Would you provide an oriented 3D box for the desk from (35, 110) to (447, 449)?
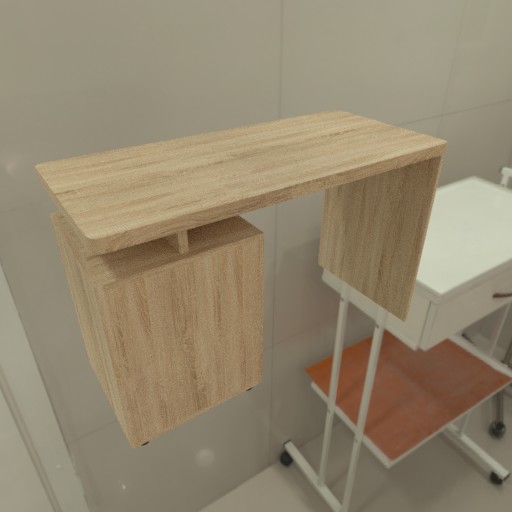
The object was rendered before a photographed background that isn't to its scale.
[{"bbox_3d":[0.000,0.000,1.585,1.200,0.760,0.550,-19,36,-29],"label":"desk"}]
